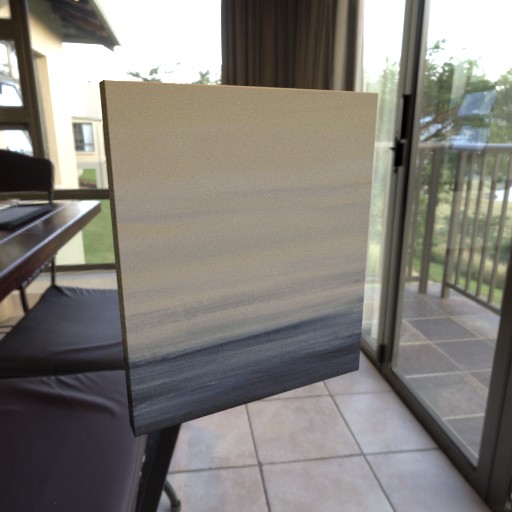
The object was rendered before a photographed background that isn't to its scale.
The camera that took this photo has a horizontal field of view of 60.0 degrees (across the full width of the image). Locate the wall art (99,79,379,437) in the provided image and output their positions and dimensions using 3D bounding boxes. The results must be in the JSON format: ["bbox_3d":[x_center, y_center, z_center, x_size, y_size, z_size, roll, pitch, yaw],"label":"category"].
[{"bbox_3d":[0.000,0.000,0.719,0.435,0.511,0.037,-8,18,-26],"label":"wall art"}]
